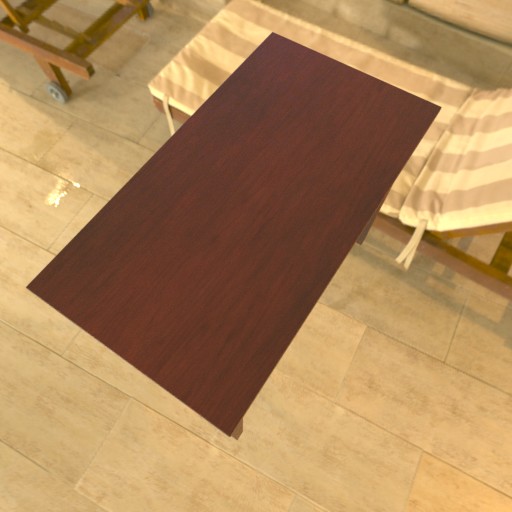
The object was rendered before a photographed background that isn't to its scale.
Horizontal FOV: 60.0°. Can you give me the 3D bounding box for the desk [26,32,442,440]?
[{"bbox_3d":[0.000,0.000,1.430,0.549,0.762,1.001,31,68,14],"label":"desk"}]
